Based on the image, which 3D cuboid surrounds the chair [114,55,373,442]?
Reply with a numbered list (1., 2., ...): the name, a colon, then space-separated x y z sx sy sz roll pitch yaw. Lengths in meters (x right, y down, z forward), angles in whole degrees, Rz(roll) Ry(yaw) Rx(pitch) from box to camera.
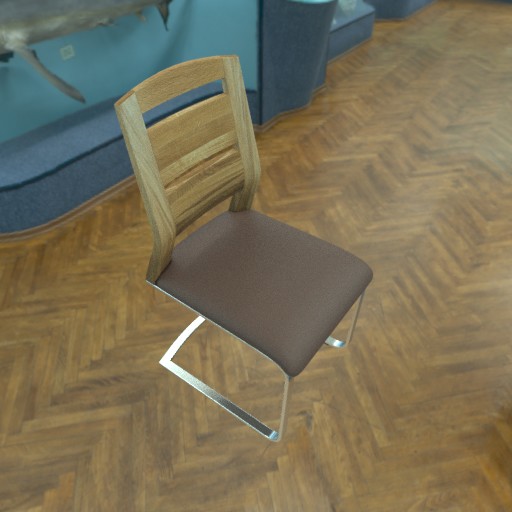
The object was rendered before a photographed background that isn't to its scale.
1. chair: 0.000 0.000 1.278 0.570 0.970 0.460 25 47 27
